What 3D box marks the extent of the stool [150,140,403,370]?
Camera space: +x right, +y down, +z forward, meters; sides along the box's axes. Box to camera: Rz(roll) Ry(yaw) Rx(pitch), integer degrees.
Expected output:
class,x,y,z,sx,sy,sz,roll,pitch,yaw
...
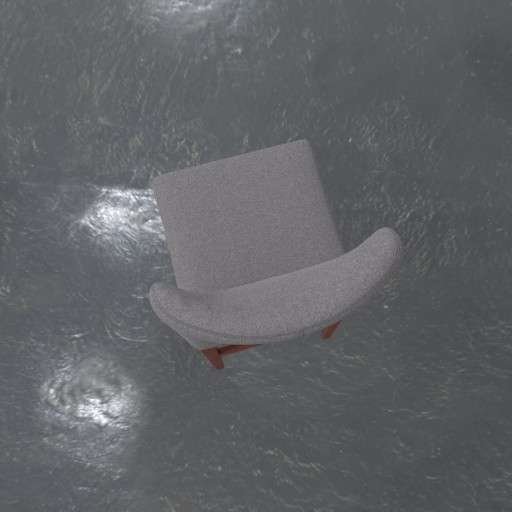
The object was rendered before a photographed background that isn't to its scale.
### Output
class,x,y,z,sx,sy,sz,roll,pitch,yaw
stool,0.000,0.000,1.274,0.481,0.968,0.568,-15,75,-4
